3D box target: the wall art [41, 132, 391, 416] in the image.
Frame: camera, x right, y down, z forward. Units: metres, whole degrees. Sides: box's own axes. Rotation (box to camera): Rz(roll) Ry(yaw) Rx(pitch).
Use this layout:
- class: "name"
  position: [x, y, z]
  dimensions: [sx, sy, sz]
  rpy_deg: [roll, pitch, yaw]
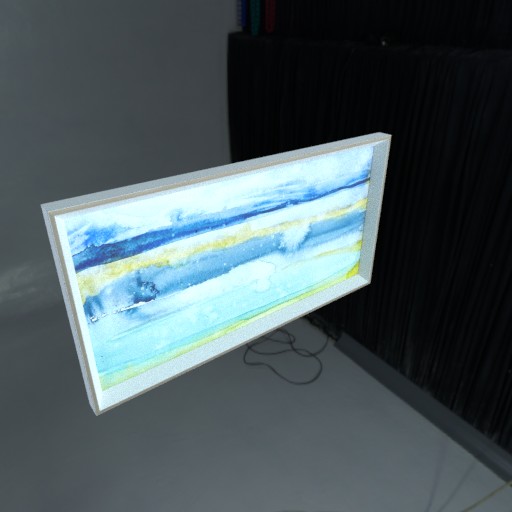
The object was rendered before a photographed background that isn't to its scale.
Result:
- class: "wall art"
  position: [0.000, 0.000, 0.995]
  dimensions: [0.812, 0.431, 0.038]
  rpy_deg: [-20, 34, -32]
